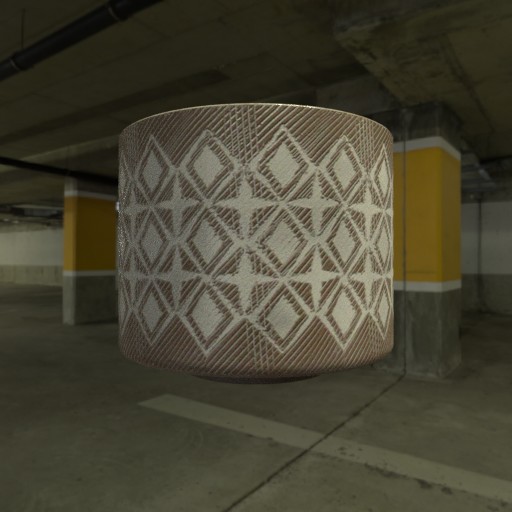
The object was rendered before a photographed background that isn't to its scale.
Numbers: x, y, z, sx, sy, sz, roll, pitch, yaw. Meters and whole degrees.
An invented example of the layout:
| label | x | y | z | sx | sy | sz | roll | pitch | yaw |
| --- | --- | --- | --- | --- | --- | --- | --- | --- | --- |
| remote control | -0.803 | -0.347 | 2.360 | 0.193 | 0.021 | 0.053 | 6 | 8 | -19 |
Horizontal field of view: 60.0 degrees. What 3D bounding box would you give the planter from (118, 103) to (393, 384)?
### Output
| label | x | y | z | sx | sy | sz | roll | pitch | yaw |
| --- | --- | --- | --- | --- | --- | --- | --- | --- | --- |
| planter | 0.000 | 0.000 | 0.214 | 0.126 | 0.104 | 0.126 | 0 | 0 | 0 |
